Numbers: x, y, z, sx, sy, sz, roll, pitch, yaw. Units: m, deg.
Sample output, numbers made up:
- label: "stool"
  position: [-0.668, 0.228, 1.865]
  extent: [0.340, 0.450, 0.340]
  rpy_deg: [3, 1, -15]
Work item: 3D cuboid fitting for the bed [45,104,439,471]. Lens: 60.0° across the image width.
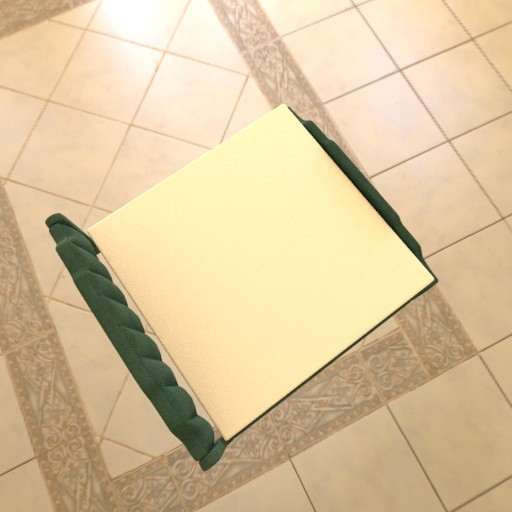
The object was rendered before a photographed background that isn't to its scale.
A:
- label: "bed"
  position: [0.000, 0.000, 3.564]
  extent: [2.340, 1.245, 2.074]
  rpy_deg: [-35, 77, -9]
